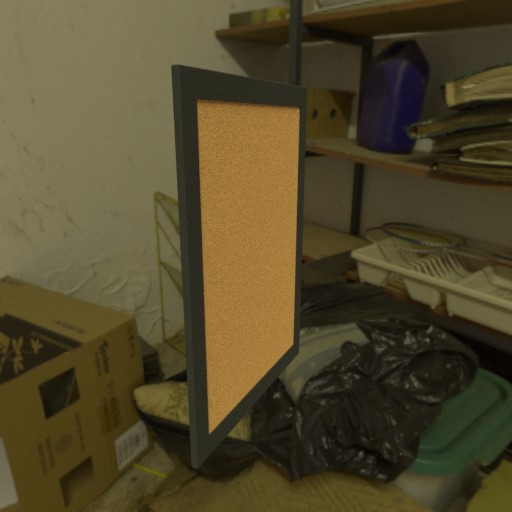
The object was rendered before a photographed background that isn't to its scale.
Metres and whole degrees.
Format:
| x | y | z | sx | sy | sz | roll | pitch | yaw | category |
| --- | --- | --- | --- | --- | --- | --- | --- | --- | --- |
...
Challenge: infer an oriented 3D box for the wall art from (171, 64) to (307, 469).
| x | y | z | sx | sy | sz | roll | pitch | yaw | category |
| --- | --- | --- | --- | --- | --- | --- | --- | --- | --- |
| 0.000 | 0.000 | 0.710 | 0.012 | 0.529 | 0.374 | 9 | 19 | 26 | wall art |
